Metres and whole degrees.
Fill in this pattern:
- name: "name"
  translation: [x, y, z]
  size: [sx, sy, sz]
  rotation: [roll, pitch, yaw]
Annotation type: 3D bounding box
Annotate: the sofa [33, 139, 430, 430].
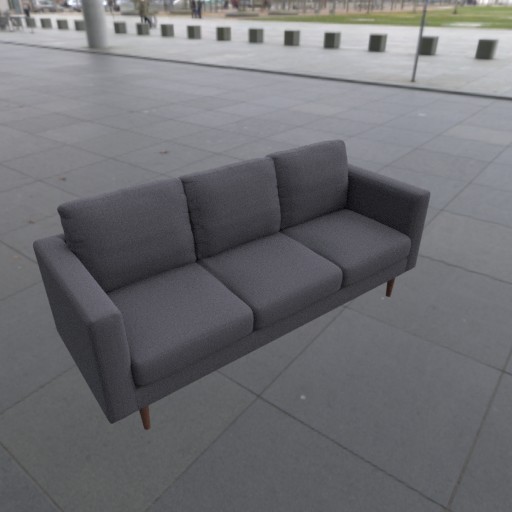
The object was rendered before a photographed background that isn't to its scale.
- name: "sofa"
  translation: [0.000, 0.000, 2.437]
  size: [2.029, 0.912, 0.802]
  rotation: [-21, 36, -31]
